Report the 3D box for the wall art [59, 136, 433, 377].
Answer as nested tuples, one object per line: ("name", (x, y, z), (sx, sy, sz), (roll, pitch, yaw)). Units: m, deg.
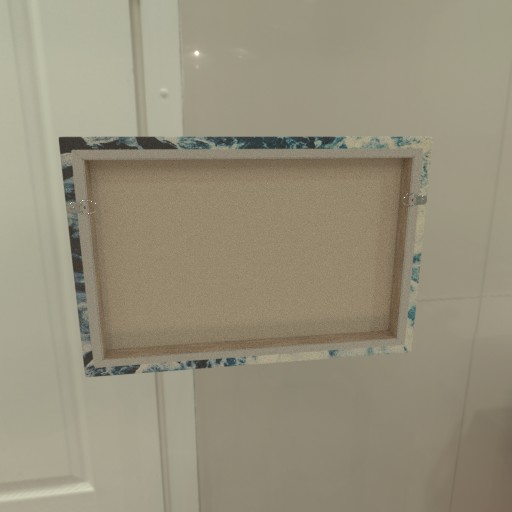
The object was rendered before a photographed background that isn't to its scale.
("wall art", (0.000, 0.000, 0.782), (0.609, 0.407, 0.043), (-2, 15, -9))
